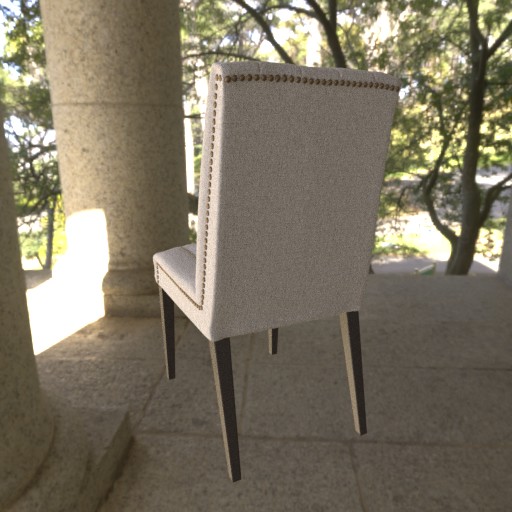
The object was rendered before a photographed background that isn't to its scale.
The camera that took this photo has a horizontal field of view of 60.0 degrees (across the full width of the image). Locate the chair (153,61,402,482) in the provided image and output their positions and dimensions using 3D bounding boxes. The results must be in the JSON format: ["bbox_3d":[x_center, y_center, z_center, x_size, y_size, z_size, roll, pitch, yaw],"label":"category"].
[{"bbox_3d":[0.000,0.000,1.368,0.511,1.016,0.647,-7,17,-26],"label":"chair"}]
